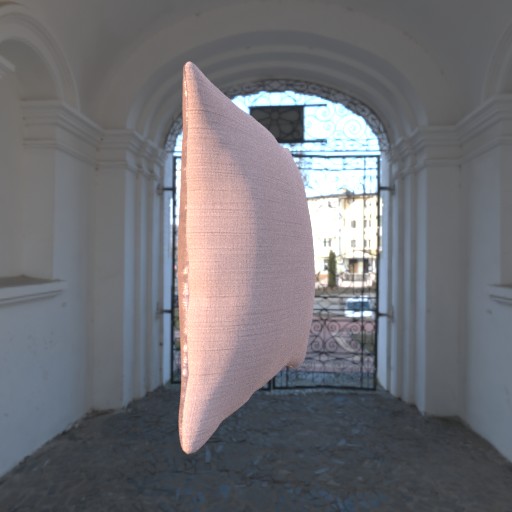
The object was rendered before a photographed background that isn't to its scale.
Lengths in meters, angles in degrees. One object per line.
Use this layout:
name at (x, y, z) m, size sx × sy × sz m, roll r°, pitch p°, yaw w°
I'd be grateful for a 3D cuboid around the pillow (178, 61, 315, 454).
pillow at (0.000, 0.000, 0.734) m, size 0.175 × 0.464 × 0.470 m, roll 0°, pitch 0°, yaw 20°
